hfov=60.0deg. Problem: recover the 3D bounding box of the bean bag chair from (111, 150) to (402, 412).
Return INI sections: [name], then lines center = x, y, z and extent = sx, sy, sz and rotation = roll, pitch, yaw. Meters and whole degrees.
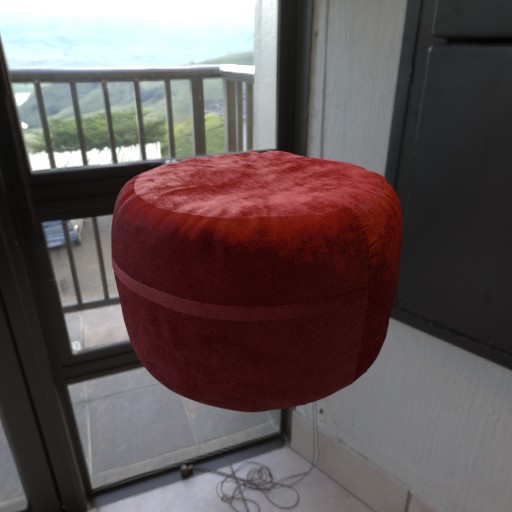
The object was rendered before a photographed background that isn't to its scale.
[bean bag chair]
center = 0.000, 0.000, 1.973
extent = 1.219, 0.762, 1.219
rotation = 0, 25, 0
